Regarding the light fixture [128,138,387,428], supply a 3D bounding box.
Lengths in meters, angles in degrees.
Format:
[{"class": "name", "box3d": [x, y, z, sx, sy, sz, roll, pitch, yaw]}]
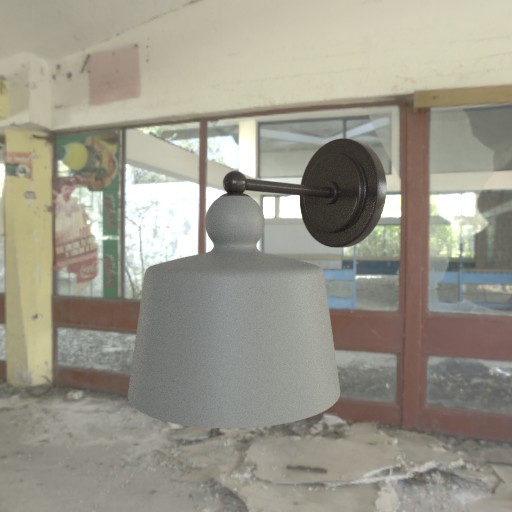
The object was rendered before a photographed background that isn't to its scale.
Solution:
[{"class": "light fixture", "box3d": [0.000, 0.000, 0.450, 0.254, 0.268, 0.204, -1, 1, -36]}]
